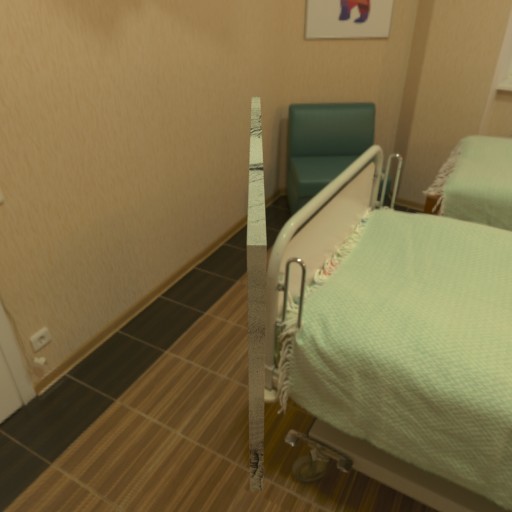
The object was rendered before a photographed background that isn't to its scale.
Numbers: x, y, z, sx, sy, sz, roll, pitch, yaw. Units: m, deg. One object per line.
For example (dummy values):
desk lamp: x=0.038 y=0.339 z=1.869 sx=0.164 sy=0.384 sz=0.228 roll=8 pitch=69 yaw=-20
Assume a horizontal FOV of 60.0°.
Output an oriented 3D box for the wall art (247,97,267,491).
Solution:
wall art: x=0.000 y=0.000 z=1.458 sx=0.035 sy=0.758 sz=1.141 roll=0 pitch=32 yaw=0
